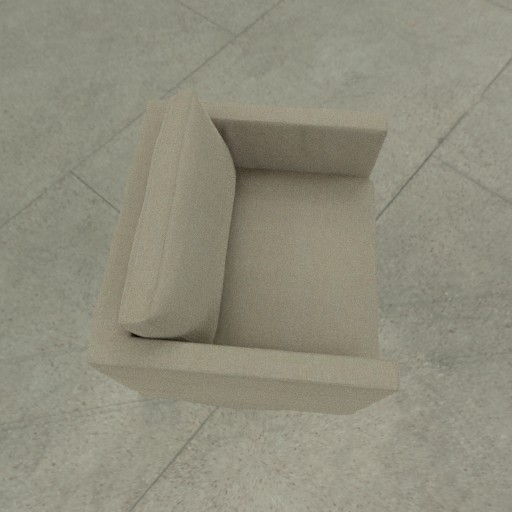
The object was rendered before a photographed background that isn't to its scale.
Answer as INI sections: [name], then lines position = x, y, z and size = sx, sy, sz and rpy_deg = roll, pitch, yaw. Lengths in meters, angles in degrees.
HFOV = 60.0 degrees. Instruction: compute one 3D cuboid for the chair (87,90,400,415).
[chair]
position = 0.000, 0.000, 1.725
size = 0.949, 0.863, 1.057
rpy_deg = 5, 65, 2
